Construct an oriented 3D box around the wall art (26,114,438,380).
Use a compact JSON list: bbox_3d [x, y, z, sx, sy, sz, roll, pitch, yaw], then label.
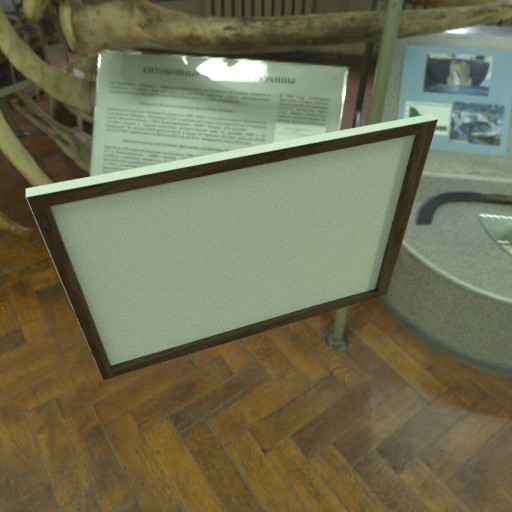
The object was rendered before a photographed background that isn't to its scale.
[{"bbox_3d":[0.000,0.000,1.908,1.520,1.016,0.051,-14,44,-15],"label":"wall art"}]
